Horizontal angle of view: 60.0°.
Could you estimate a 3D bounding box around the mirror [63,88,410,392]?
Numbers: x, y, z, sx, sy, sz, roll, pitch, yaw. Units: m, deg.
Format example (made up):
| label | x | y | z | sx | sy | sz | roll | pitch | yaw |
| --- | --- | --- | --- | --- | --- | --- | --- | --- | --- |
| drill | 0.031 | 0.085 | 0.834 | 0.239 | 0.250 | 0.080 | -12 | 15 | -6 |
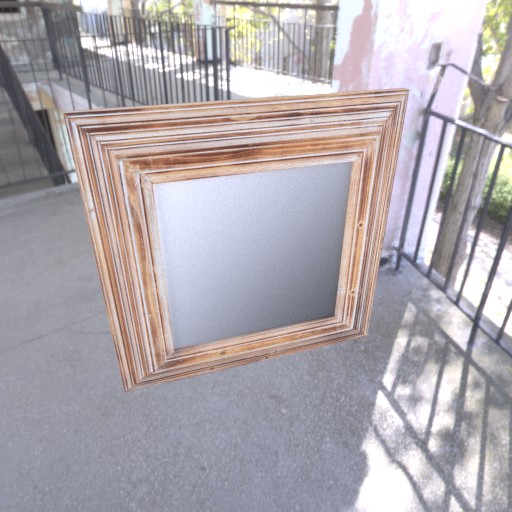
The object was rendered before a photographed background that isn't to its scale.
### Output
| label | x | y | z | sx | sy | sz | roll | pitch | yaw |
| --- | --- | --- | --- | --- | --- | --- | --- | --- | --- |
| mirror | 0.000 | 0.000 | 1.192 | 0.804 | 0.804 | 0.061 | -9 | 32 | -15 |
